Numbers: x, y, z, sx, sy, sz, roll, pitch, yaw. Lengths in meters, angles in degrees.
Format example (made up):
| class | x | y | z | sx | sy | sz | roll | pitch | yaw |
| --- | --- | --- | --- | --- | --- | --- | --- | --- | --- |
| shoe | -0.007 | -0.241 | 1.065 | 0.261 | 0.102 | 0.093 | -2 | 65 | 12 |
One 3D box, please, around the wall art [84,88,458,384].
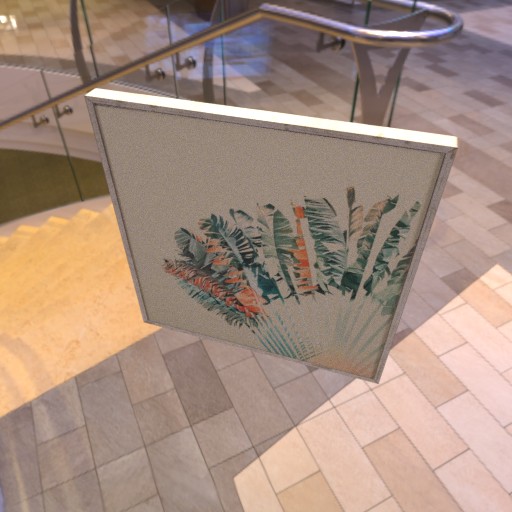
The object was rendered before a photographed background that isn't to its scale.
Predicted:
| class | x | y | z | sx | sy | sz | roll | pitch | yaw |
| --- | --- | --- | --- | --- | --- | --- | --- | --- | --- |
| wall art | 0.000 | 0.000 | 0.758 | 0.508 | 0.506 | 0.029 | 12 | 43 | 13 |
